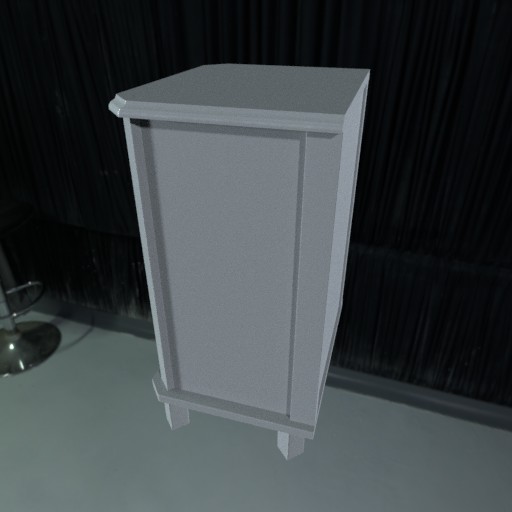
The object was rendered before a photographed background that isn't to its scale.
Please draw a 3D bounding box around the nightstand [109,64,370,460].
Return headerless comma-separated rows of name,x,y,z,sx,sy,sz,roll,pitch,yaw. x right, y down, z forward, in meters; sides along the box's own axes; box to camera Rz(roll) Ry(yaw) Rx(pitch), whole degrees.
nightstand,0.000,0.000,0.918,0.348,0.680,0.435,9,31,14
